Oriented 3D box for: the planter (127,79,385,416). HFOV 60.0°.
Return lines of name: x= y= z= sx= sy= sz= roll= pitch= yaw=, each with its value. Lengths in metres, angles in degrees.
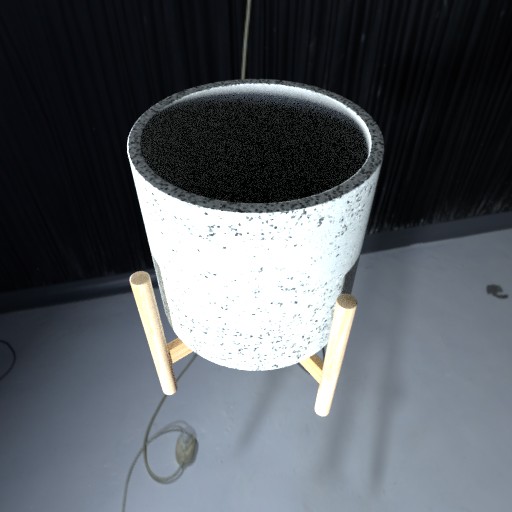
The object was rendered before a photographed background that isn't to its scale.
planter: x=0.000 y=0.000 z=0.680 sx=0.360 sy=0.419 sz=0.360 roll=-10 pitch=46 yaw=-10
